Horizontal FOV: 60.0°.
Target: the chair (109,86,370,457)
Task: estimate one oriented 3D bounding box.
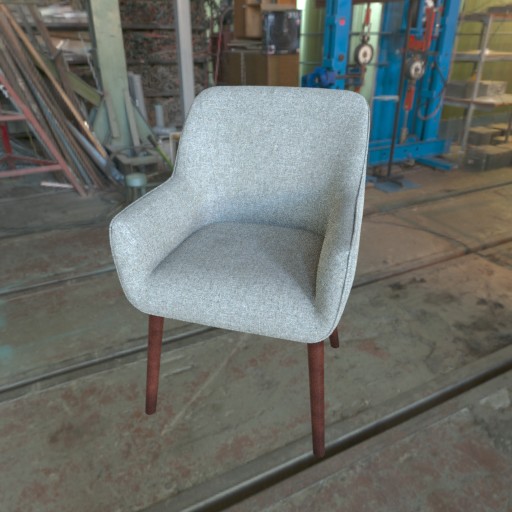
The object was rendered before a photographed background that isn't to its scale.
[{"bbox_3d":[0.000,0.000,1.182,0.543,0.803,0.519,8,28,15],"label":"chair"}]
